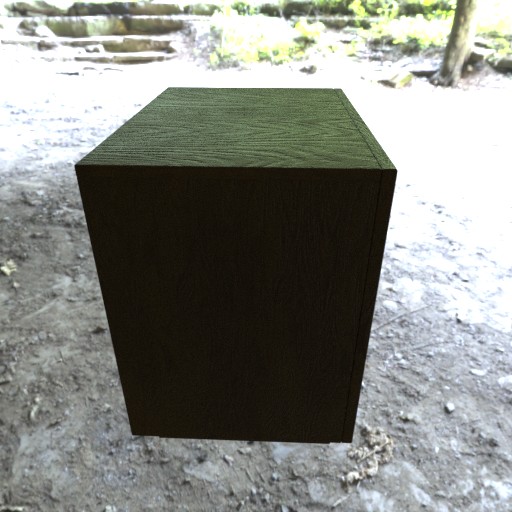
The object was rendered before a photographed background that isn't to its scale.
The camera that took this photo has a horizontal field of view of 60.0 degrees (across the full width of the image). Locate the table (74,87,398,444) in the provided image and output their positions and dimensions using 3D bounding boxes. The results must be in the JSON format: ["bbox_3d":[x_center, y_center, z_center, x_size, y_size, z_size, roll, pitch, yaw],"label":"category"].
[{"bbox_3d":[0.000,0.000,0.941,0.439,0.585,0.560,1,30,2],"label":"table"}]
